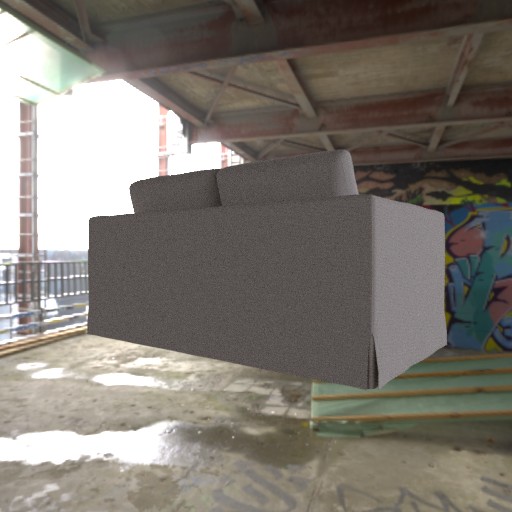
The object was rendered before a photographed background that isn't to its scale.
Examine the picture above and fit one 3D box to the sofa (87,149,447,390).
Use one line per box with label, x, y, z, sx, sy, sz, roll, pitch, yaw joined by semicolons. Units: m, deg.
sofa;0.000;0.000;2.500;1.813;0.932;1.009;1;1;37
